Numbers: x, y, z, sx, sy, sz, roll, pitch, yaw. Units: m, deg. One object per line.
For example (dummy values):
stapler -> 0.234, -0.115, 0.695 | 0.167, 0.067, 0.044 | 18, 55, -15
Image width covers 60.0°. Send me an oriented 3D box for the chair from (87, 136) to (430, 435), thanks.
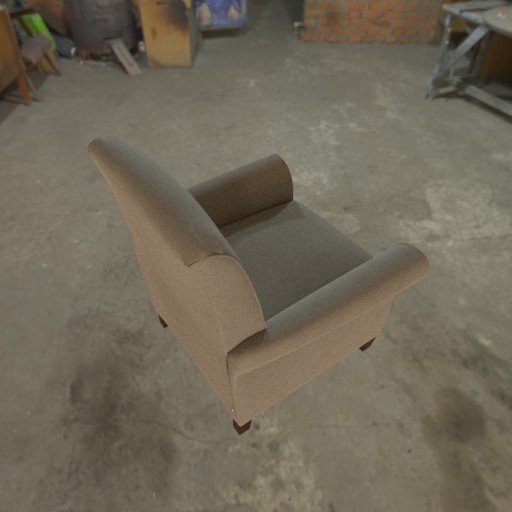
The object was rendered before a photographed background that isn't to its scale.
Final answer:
chair -> 0.000, 0.000, 1.774 | 0.905, 1.061, 0.978 | -25, 48, -26
